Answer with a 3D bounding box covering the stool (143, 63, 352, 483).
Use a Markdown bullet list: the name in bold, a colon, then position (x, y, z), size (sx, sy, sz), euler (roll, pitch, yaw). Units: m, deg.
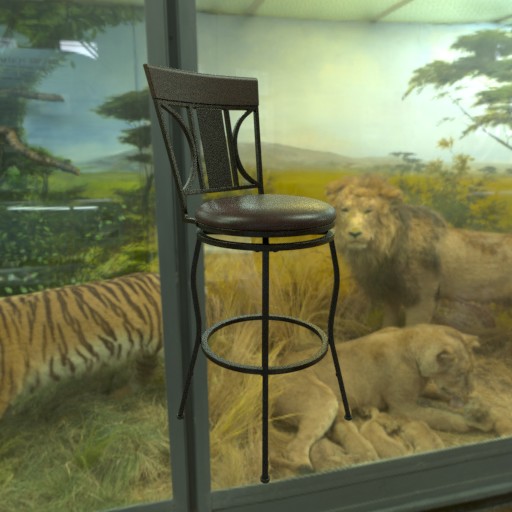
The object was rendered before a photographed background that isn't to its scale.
- **stool**: position (0.000, 0.000, 1.400), size (0.448, 1.130, 0.513), euler (-14, 20, -43)
